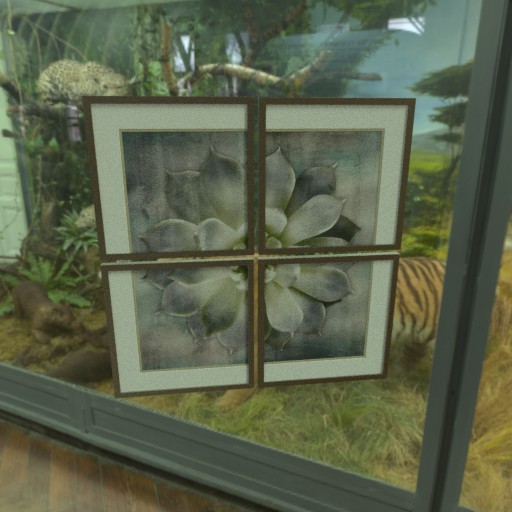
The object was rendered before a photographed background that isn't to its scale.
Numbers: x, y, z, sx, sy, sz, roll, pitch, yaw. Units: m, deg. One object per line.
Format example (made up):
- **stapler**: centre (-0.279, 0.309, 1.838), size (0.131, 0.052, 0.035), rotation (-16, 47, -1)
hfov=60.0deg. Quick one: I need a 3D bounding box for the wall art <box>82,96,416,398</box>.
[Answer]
- **wall art**: centre (0.000, 0.000, 1.527), size (1.032, 1.032, 0.030), rotation (-2, 18, -7)
